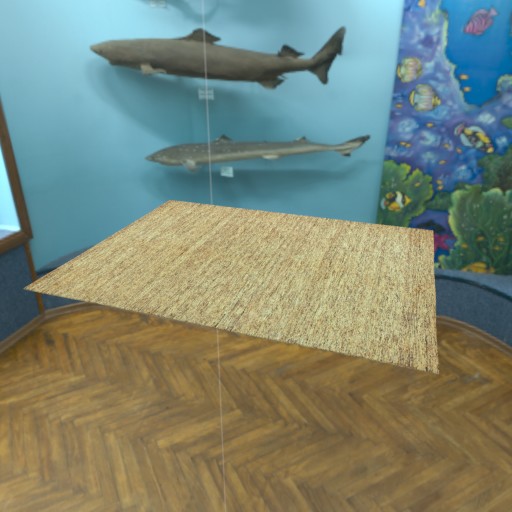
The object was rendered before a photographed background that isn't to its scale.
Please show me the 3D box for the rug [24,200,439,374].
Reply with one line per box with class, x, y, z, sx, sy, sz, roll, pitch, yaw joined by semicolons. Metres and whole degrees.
rug;0.000;0.000;4.210;3.200;0.012;2.438;8;27;17
